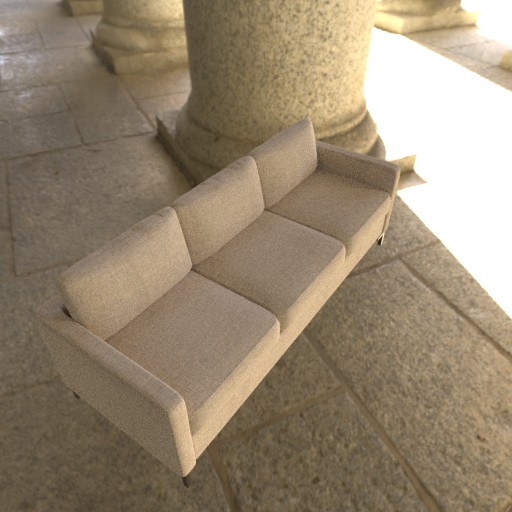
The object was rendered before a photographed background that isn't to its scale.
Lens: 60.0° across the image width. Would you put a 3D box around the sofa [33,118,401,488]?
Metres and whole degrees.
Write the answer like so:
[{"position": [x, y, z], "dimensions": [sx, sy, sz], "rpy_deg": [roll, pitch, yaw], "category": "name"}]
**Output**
[{"position": [0.000, 0.000, 2.578], "dimensions": [0.859, 0.874, 2.218], "rpy_deg": [25, 46, 26], "category": "sofa"}]
